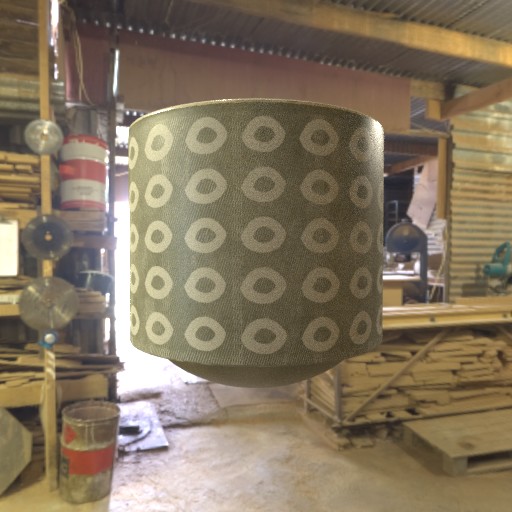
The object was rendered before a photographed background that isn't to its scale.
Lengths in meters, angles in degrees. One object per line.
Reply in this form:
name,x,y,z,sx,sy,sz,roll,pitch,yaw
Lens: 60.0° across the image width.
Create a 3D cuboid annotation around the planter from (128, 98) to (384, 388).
planter,0.000,0.000,0.454,0.250,0.239,0.250,0,1,0
